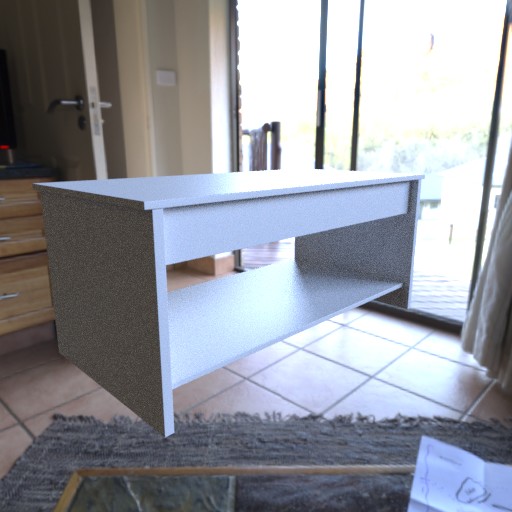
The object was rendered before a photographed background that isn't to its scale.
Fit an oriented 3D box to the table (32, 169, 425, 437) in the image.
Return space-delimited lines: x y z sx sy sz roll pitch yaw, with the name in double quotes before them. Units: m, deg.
"table" 0.000 0.000 1.272 1.000 0.441 0.500 -13 19 -43
